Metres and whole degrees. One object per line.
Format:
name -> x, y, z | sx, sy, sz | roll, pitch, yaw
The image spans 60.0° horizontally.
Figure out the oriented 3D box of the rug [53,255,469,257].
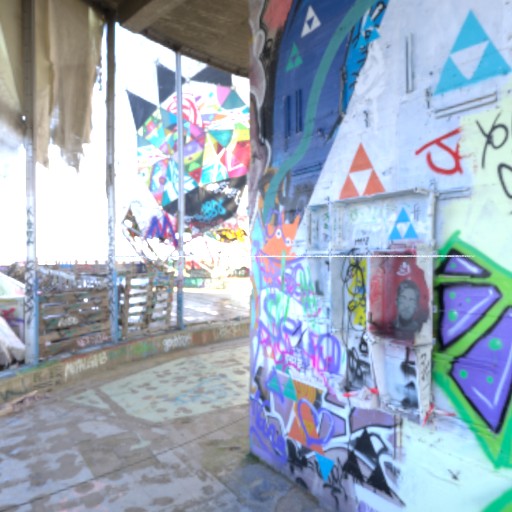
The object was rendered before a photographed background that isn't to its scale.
rug -> 0.000, 0.000, 2.080 | 1.634, 0.003, 1.190 | 0, 0, -34
